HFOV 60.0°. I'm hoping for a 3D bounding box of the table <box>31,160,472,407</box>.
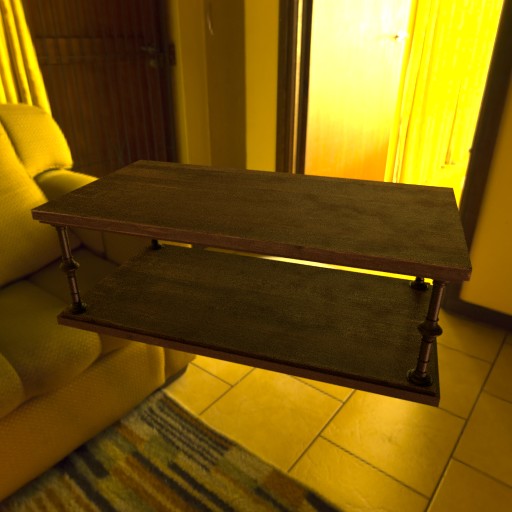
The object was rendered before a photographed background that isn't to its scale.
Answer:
[{"bbox_3d":[0.000,0.000,1.354,1.088,0.373,0.554,8,28,16],"label":"table"}]
